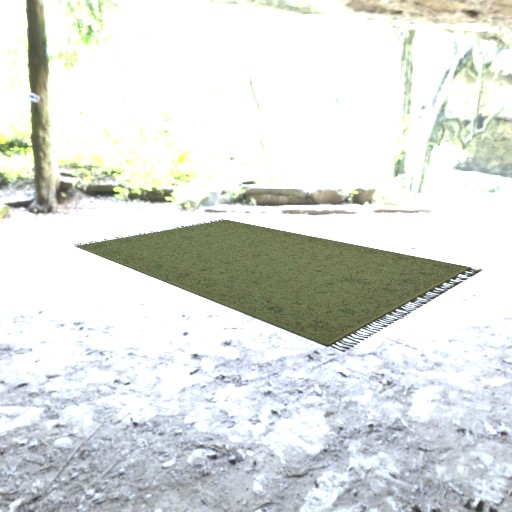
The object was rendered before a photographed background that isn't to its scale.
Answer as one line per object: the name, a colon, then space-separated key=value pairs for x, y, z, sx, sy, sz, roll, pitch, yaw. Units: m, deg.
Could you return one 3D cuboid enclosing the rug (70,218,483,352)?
rug: x=0.000 y=0.000 z=3.022 sx=2.435 sy=0.010 sz=1.544 roll=15 pitch=21 yaw=43
